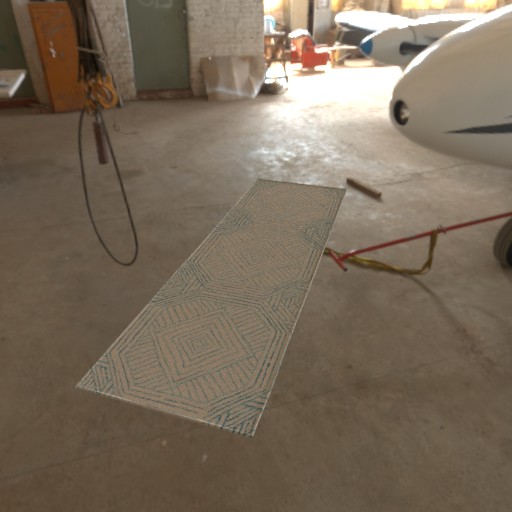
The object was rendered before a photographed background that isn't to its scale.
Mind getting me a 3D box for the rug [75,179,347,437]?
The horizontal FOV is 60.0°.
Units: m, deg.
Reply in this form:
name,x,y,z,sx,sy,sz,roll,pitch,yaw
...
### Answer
name,x,y,z,sx,sy,sz,roll,pitch,yaw
rug,0.000,0.000,2.716,0.775,0.012,2.452,10,32,15
